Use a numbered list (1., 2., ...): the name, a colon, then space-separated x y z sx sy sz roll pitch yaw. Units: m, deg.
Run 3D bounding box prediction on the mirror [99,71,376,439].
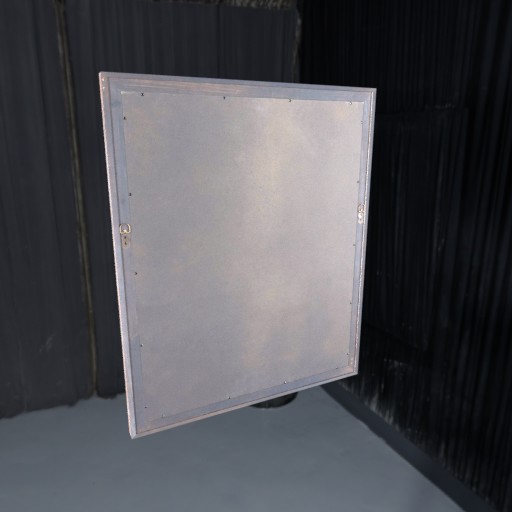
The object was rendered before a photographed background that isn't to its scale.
1. mirror: 0.000 0.000 1.199 0.730 0.882 0.032 -7 17 -26
